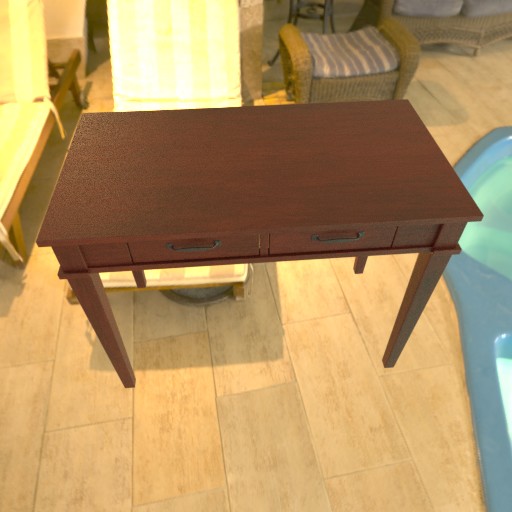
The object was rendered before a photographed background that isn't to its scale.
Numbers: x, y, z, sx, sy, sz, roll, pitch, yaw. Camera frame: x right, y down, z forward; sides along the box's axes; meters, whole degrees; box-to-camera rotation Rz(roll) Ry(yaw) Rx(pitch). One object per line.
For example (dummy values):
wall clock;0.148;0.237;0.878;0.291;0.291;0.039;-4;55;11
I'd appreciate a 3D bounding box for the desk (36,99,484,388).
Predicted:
desk;0.000;0.000;1.448;1.001;0.762;0.549;-4;47;-3
